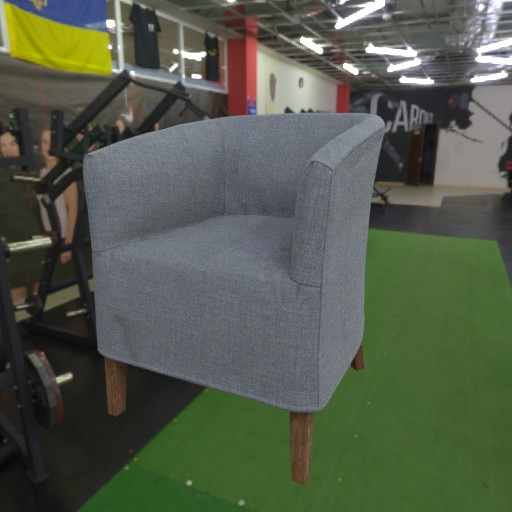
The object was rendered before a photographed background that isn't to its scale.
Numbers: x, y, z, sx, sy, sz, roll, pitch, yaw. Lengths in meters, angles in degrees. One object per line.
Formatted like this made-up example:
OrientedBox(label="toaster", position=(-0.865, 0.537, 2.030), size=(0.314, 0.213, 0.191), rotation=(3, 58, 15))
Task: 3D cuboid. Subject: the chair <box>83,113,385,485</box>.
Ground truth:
OrientedBox(label="chair", position=(0.000, 0.000, 1.216), size=(0.600, 0.771, 0.668), rotation=(8, 17, 26))
